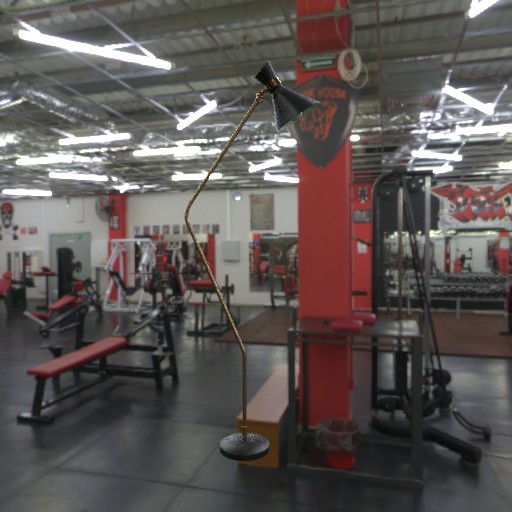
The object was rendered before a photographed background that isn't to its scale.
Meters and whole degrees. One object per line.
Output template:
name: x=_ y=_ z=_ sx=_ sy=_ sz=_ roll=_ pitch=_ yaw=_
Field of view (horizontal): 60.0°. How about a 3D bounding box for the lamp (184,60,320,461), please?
lamp: x=0.000 y=0.000 z=1.672 sx=0.467 sy=1.438 sz=0.277 roll=0 pitch=1 yaw=18
